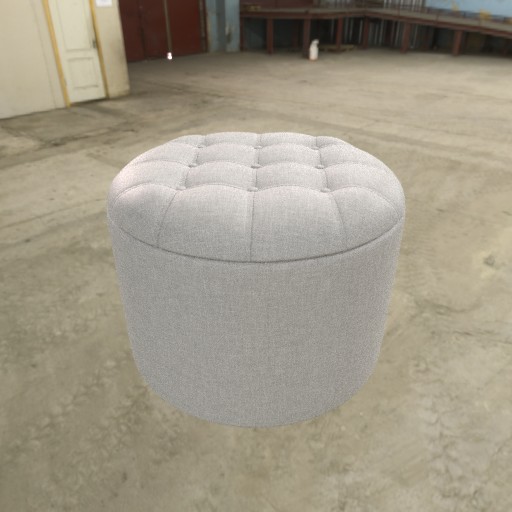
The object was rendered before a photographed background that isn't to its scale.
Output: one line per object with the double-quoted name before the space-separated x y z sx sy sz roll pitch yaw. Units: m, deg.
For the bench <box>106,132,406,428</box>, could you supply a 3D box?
"bench" 0.000 0.000 0.996 0.600 0.453 0.600 0 30 0
